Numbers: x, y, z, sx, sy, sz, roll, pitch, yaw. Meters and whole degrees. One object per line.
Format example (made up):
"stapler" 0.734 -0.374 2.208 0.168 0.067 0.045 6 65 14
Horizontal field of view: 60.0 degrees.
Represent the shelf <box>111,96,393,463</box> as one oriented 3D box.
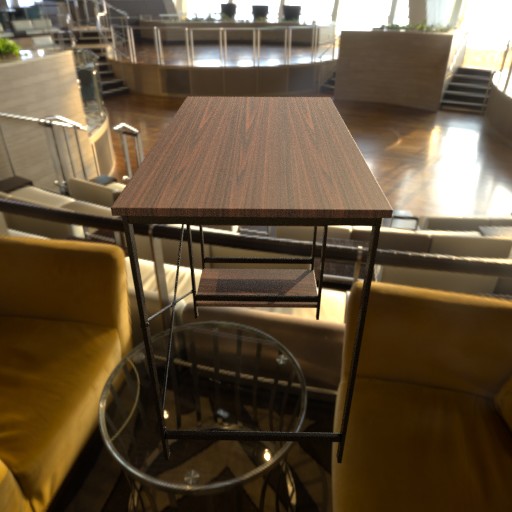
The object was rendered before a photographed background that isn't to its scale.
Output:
"shelf" 0.000 0.000 1.360 0.498 0.750 0.902 1 32 1
